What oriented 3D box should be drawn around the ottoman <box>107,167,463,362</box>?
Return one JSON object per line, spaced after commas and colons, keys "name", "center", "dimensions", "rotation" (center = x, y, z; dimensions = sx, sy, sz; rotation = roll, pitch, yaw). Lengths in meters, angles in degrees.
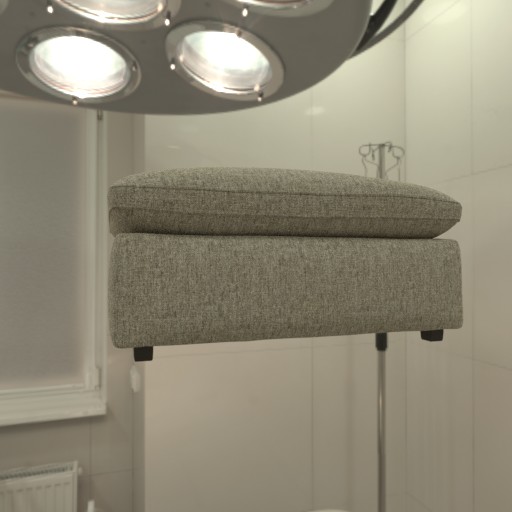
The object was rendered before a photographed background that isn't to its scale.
{"name": "ottoman", "center": [0.000, 0.000, 1.640], "dimensions": [1.039, 0.526, 1.035], "rotation": [0, -1, -18]}
